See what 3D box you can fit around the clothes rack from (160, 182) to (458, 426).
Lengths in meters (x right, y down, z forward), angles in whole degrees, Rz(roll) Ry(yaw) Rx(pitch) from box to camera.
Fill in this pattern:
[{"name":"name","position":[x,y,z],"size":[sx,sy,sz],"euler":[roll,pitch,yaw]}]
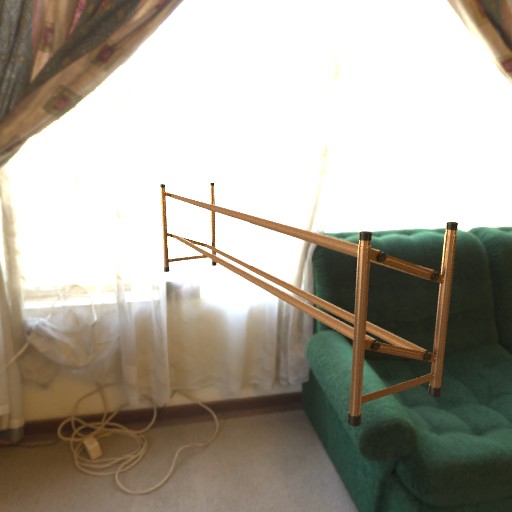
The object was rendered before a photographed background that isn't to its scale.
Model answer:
[{"name":"clothes rack","position":[0.000,0.000,1.294],"size":[0.229,0.349,1.168],"euler":[-7,15,-27]}]
